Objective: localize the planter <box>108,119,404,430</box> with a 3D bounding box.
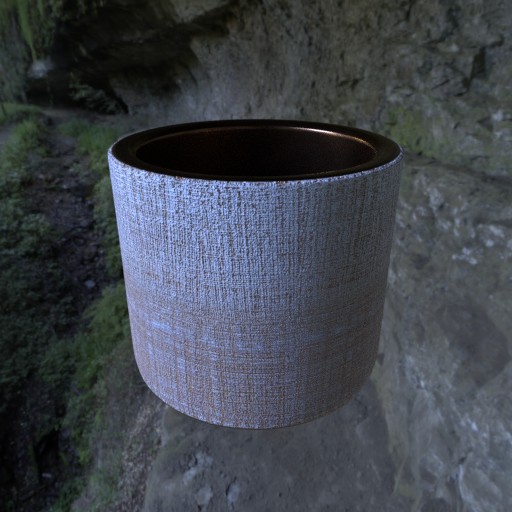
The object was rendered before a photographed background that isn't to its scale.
[{"bbox_3d":[0.000,0.000,0.187,0.109,0.096,0.109,0,26,0],"label":"planter"}]
